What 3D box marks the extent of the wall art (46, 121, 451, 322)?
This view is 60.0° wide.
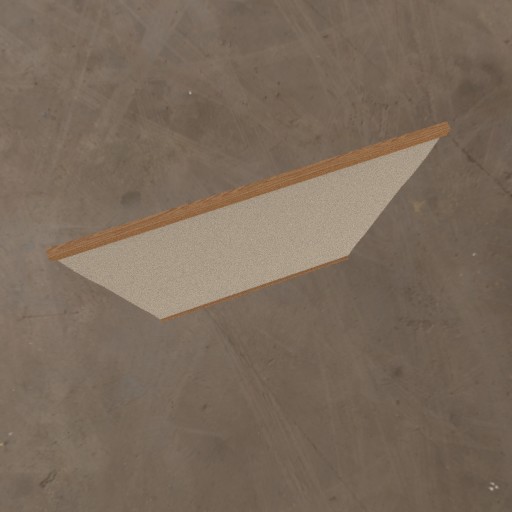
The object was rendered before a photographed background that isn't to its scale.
[{"bbox_3d":[0.000,0.000,0.666,0.404,0.507,0.010,-18,76,-5],"label":"wall art"}]
